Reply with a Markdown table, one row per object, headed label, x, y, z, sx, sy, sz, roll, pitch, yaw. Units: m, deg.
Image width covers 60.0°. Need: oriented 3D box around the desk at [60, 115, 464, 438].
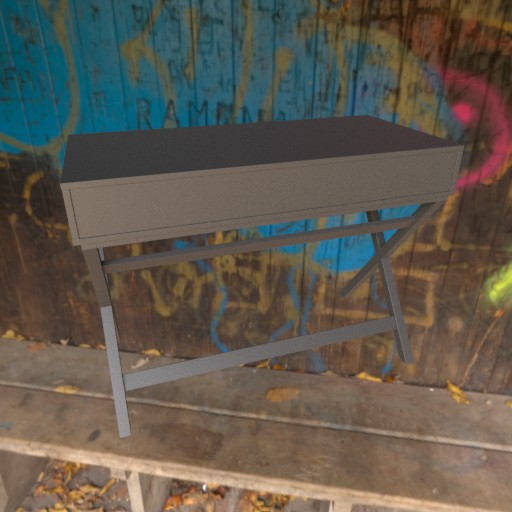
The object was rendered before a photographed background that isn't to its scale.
| label | x | y | z | sx | sy | sz | roll | pitch | yaw |
| --- | --- | --- | --- | --- | --- | --- | --- | --- | --- |
| desk | 0.000 | 0.000 | 1.491 | 1.057 | 0.780 | 0.525 | -9 | 29 | -17 |
